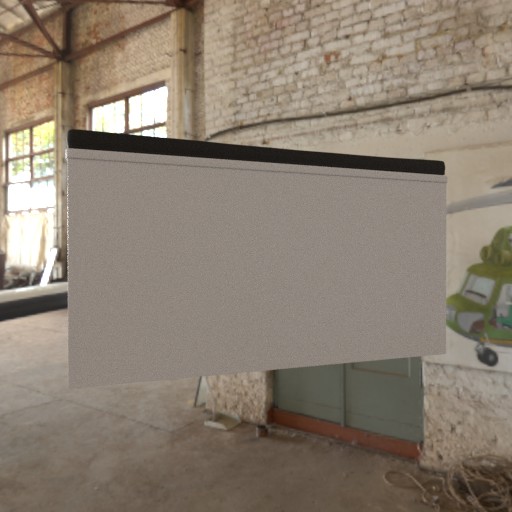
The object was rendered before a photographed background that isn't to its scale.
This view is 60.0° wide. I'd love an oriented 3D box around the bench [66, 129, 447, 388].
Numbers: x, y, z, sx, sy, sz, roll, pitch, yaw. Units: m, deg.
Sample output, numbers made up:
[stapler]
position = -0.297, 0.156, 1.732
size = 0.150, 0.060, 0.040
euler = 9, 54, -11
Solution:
[bench]
position = 0.000, 0.000, 1.172
size = 0.899, 0.500, 0.401
euler = 0, 0, -19
